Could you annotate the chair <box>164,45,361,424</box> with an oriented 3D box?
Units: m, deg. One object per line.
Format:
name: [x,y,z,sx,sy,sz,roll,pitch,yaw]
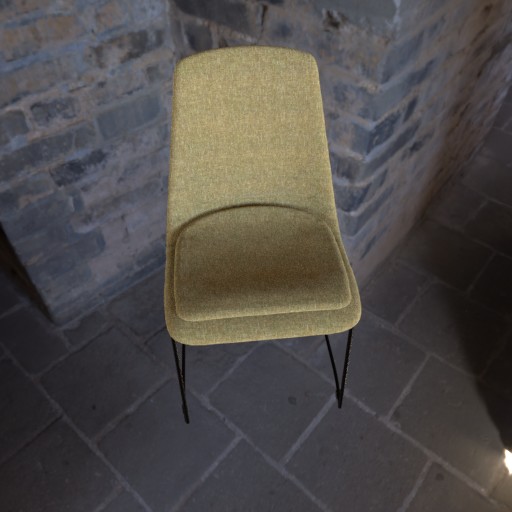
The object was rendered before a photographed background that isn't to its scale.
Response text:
chair: [0.000,0.000,1.122,0.479,0.849,0.496,-4,47,-4]
